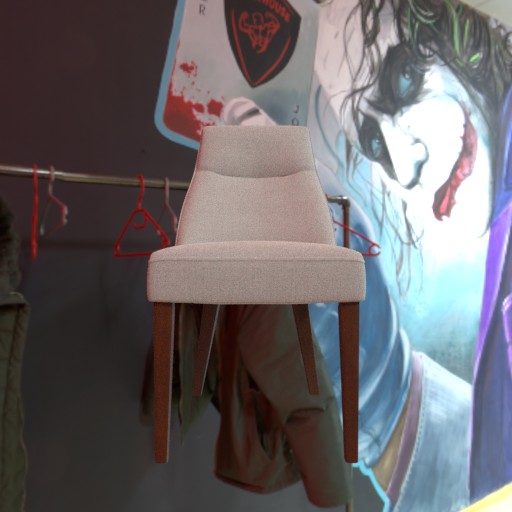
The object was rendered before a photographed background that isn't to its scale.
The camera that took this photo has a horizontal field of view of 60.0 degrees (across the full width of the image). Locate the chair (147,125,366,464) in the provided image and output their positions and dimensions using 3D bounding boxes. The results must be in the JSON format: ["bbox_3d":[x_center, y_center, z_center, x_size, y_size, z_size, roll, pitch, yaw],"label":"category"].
[{"bbox_3d":[0.000,0.000,1.296,0.500,0.930,0.620,0,-1,0],"label":"chair"}]
